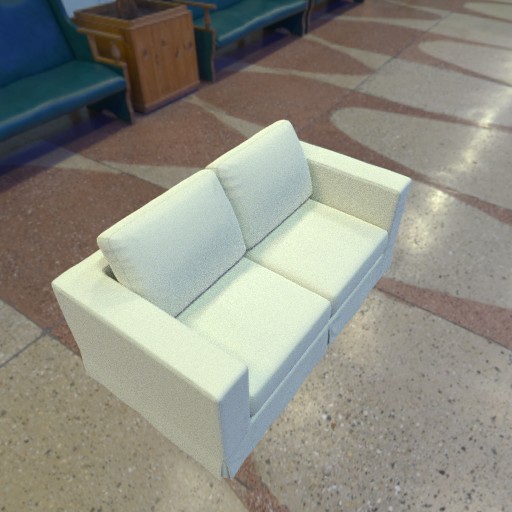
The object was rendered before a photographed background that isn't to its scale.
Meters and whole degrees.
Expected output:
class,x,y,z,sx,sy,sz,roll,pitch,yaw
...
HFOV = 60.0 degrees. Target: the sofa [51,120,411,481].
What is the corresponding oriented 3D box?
class,x,y,z,sx,sy,sz,roll,pitch,yaw
sofa,0.000,0.000,2.438,1.009,0.932,1.813,26,49,26
